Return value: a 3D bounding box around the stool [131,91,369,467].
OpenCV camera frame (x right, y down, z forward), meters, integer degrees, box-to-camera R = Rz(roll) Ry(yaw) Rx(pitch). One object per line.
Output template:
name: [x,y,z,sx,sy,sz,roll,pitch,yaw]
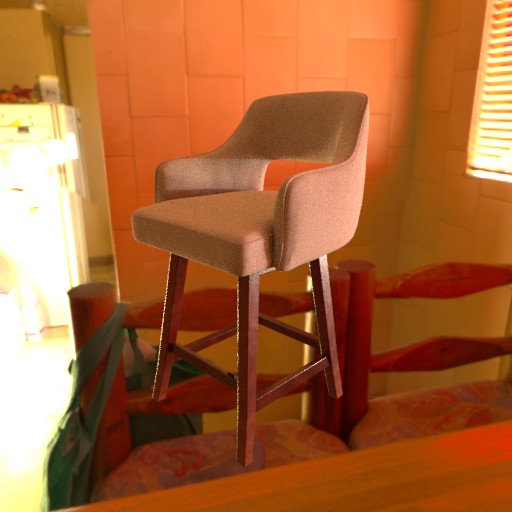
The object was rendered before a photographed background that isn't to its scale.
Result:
stool: [0.000,0.000,1.312,0.550,0.936,0.560,16,23,42]
